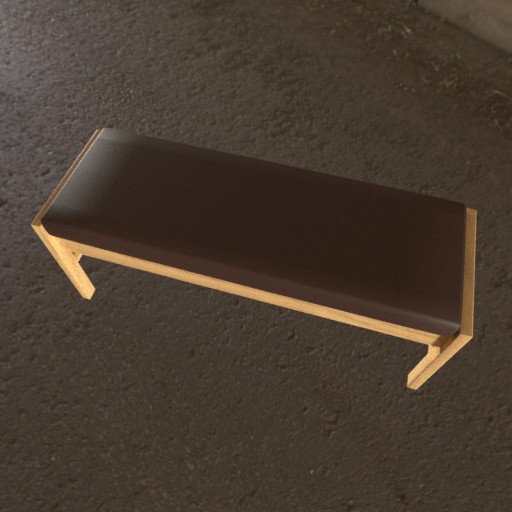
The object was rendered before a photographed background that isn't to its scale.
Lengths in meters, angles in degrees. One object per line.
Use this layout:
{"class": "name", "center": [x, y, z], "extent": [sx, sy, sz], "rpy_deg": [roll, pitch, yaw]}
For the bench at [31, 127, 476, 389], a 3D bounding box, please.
{"class": "bench", "center": [0.000, 0.000, 1.429], "extent": [1.200, 0.480, 0.405], "rpy_deg": [14, 59, 9]}
